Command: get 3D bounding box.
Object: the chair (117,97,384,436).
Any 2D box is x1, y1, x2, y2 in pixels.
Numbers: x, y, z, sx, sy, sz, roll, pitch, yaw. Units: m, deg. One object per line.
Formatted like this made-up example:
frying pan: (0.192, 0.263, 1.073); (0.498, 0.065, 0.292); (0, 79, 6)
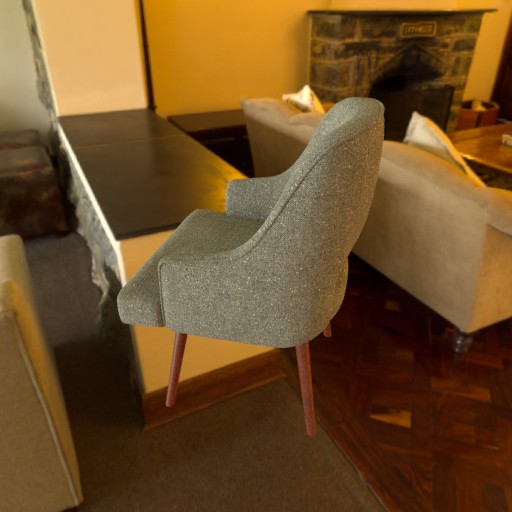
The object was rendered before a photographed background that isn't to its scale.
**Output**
chair: (0.000, 0.000, 1.308); (0.629, 0.875, 0.608); (7, 30, 12)
